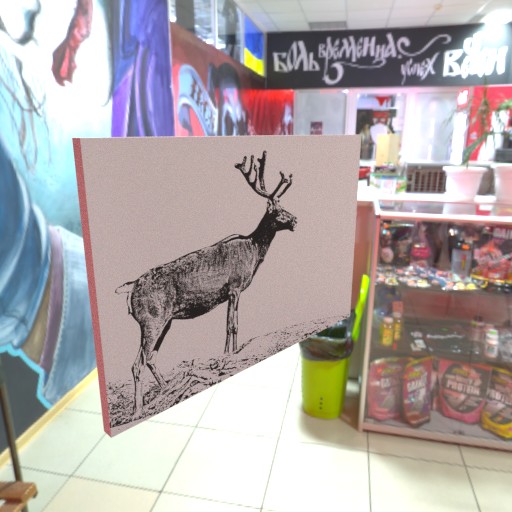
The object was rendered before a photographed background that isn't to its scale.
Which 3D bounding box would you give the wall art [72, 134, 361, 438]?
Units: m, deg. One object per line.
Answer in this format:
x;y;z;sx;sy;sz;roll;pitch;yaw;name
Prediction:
0.000;0.000;1.178;0.033;0.617;0.906;15;22;43;wall art
